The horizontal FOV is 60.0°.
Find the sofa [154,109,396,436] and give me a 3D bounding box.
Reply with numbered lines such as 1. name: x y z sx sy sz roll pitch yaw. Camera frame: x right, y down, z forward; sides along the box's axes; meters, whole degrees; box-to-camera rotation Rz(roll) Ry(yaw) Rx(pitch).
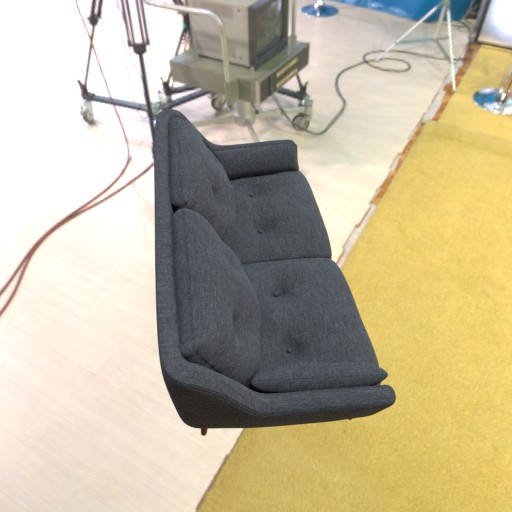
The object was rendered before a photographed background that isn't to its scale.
1. sofa: 0.000 0.000 2.450 0.975 0.896 1.929 -7 48 -6
